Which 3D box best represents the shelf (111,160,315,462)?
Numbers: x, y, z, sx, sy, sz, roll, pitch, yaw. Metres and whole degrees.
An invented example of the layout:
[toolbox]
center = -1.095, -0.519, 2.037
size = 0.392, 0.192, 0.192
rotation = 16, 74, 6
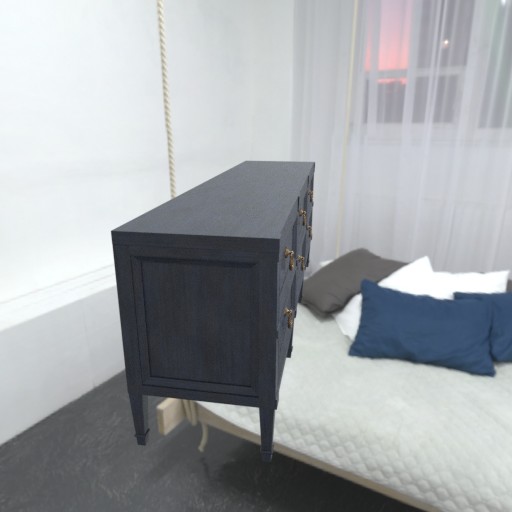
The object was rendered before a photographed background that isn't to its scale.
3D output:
[shelf]
center = 0.000, 0.000, 2.155
size = 0.471, 0.715, 1.878
rotation = 3, 18, 9
